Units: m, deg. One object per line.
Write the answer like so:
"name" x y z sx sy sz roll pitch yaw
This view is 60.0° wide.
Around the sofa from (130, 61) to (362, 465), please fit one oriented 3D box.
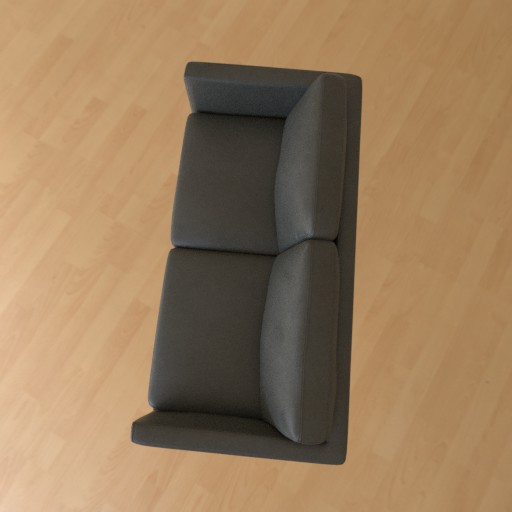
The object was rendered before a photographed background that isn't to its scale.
"sofa" 0.000 0.000 2.352 0.951 0.933 1.883 5 77 1
